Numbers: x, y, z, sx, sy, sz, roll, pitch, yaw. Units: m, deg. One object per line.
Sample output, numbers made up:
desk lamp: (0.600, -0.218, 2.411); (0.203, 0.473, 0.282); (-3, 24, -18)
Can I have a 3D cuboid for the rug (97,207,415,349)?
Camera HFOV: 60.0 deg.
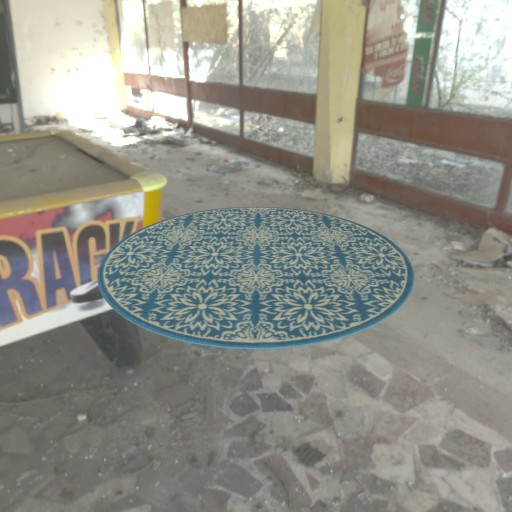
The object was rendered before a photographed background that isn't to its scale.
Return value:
rug: (0.000, 0.000, 2.338); (1.593, 0.012, 1.593); (0, 25, 0)
